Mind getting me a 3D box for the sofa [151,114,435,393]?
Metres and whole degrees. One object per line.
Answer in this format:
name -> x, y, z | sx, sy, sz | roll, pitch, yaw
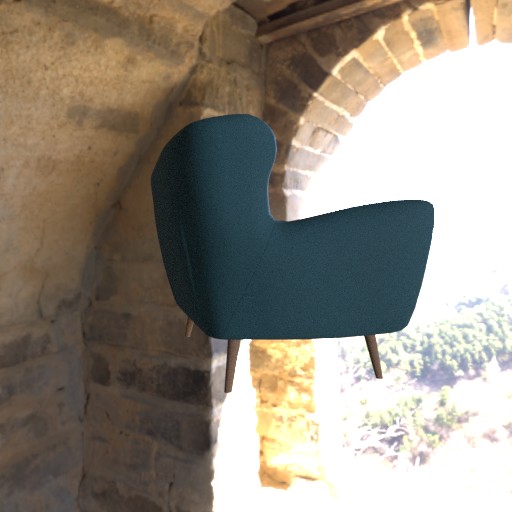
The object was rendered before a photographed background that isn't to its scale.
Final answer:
sofa -> 0.000, 0.000, 2.004 | 0.889, 0.889, 1.397 | 0, 1, -17
